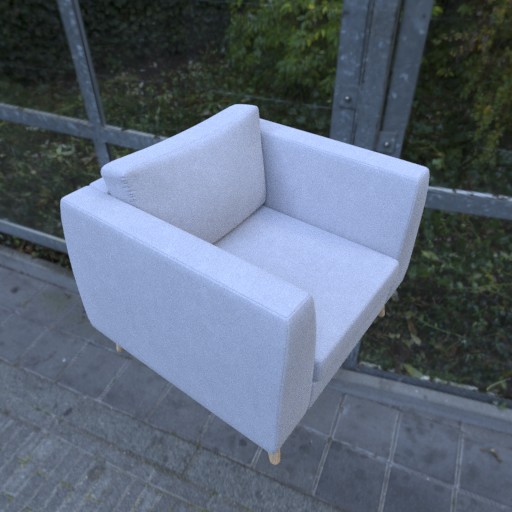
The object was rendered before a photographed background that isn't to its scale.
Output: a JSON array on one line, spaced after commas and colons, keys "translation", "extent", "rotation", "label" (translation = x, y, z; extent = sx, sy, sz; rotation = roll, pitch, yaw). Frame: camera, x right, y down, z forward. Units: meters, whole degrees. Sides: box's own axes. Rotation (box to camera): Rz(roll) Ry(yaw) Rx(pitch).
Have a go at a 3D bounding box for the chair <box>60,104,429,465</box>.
[{"translation": [0.000, 0.000, 1.707], "extent": [0.930, 0.860, 1.000], "rotation": [25, 45, 28], "label": "chair"}]
